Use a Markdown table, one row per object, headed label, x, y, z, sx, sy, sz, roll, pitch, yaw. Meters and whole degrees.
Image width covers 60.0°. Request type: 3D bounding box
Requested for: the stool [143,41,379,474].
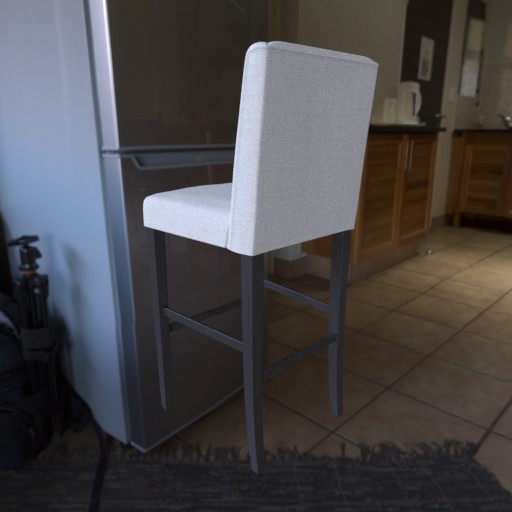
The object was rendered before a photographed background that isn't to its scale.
| label | x | y | z | sx | sy | sz | roll | pitch | yaw |
| --- | --- | --- | --- | --- | --- | --- | --- | --- | --- |
| stool | 0.000 | 0.000 | 1.367 | 0.474 | 1.116 | 0.509 | -15 | 22 | -41 |
